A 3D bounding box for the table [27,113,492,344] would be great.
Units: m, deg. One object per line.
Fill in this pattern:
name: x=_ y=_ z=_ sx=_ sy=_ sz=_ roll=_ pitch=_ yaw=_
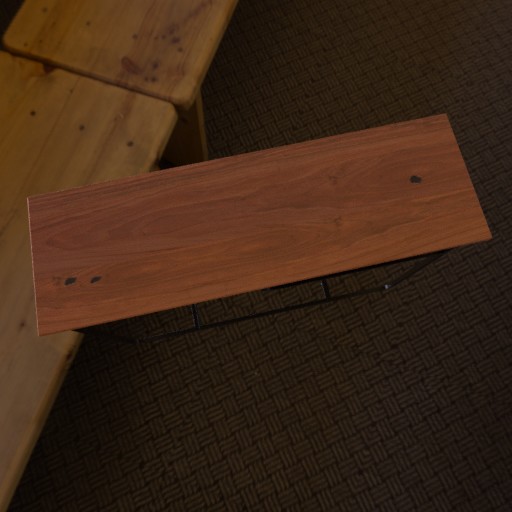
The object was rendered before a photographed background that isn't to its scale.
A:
table: x=0.000 y=0.000 z=1.453 sx=1.100 sy=0.750 sz=0.350 roll=-12 pitch=76 yaw=-3
